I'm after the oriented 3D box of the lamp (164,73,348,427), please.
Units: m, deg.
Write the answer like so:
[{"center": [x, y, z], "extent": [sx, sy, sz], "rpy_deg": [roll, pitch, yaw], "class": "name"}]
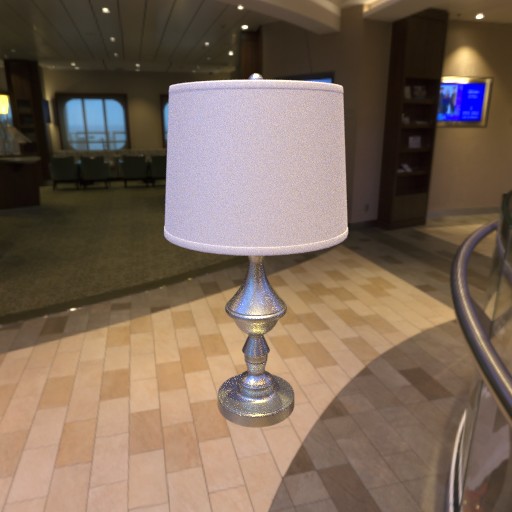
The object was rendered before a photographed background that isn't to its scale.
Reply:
[{"center": [0.000, 0.000, 0.958], "extent": [0.383, 0.733, 0.383], "rpy_deg": [0, 16, 0], "class": "lamp"}]
